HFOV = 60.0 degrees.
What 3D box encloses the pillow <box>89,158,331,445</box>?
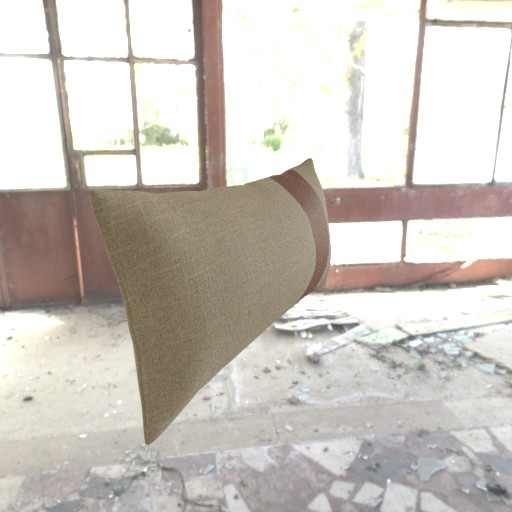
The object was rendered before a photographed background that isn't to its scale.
[{"bbox_3d":[0.000,0.000,0.725,0.155,0.282,0.612,8,18,26],"label":"pillow"}]
